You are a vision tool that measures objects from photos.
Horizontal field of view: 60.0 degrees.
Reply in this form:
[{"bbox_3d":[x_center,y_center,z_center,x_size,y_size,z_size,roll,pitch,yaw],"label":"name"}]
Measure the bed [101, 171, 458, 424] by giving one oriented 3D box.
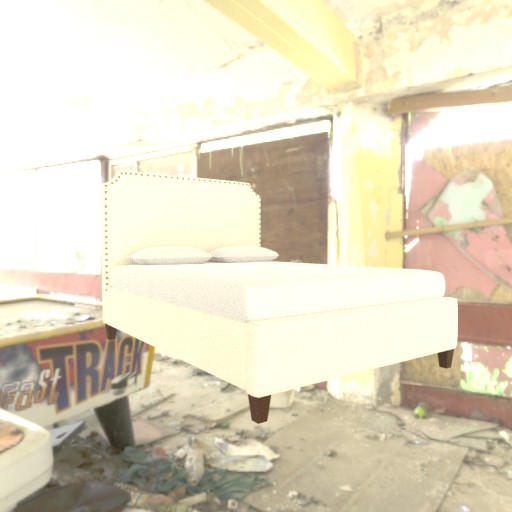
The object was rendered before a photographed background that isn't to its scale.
[{"bbox_3d":[0.000,0.000,3.463,1.712,1.497,2.372,-1,2,-36],"label":"bed"}]
